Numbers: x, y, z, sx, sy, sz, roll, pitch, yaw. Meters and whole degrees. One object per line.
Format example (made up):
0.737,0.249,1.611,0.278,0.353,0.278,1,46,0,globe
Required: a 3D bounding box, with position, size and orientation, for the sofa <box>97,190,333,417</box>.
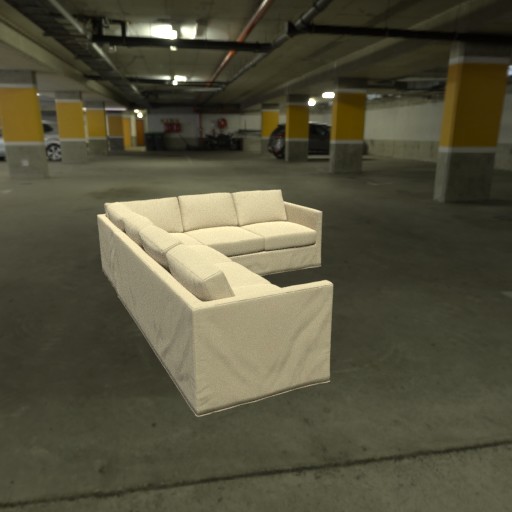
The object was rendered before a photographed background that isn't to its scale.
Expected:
0.000,0.000,4.277,2.432,0.871,3.182,-8,17,-27,sofa
